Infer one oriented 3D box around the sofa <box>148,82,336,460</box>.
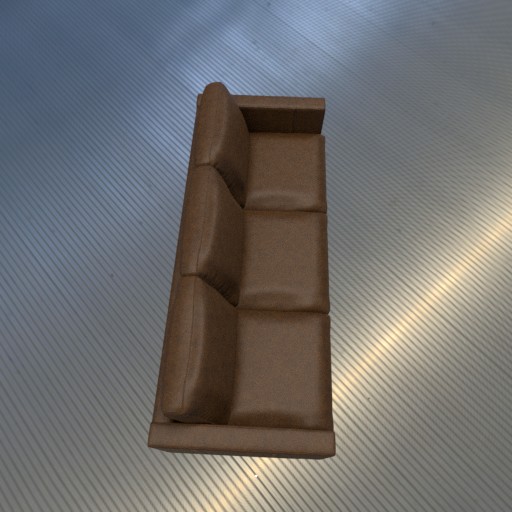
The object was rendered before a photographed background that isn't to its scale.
[{"bbox_3d":[0.000,0.000,2.724,0.903,0.930,2.231,2,64,1],"label":"sofa"}]
